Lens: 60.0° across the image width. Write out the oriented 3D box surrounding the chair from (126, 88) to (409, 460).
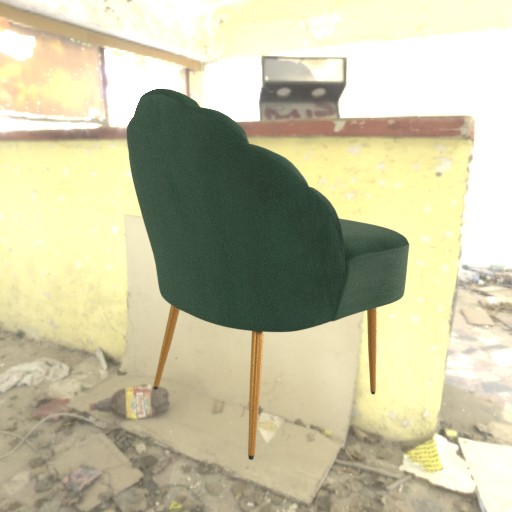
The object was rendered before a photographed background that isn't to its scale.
[{"bbox_3d":[0.000,0.000,1.215,0.599,0.819,0.657,-13,19,-42],"label":"chair"}]
